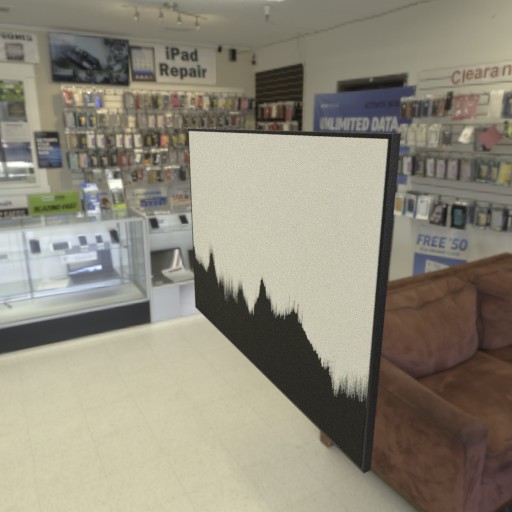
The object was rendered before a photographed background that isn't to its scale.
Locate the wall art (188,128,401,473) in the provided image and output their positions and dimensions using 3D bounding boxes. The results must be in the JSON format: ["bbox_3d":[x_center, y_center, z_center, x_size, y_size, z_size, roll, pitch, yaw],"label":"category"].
[{"bbox_3d":[0.000,0.000,1.208,0.019,0.660,0.957,-9,19,-27],"label":"wall art"}]
